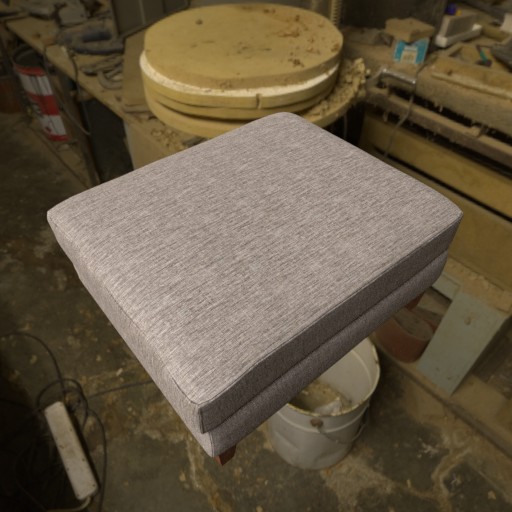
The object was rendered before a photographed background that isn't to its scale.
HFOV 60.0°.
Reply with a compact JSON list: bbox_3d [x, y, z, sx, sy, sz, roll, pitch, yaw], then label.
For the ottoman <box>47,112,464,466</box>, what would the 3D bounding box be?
[{"bbox_3d":[0.000,0.000,1.459,0.994,0.492,0.839,-30,53,-27],"label":"ottoman"}]
